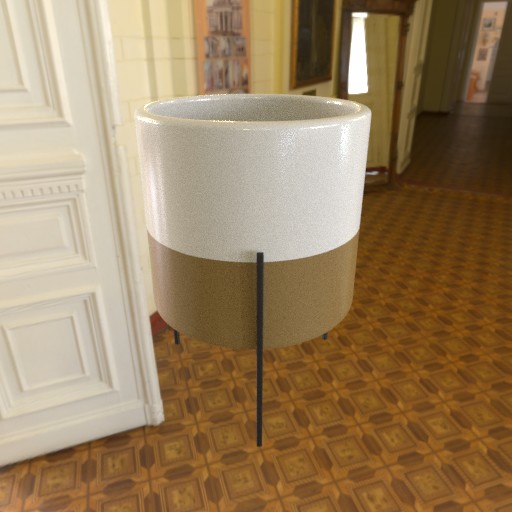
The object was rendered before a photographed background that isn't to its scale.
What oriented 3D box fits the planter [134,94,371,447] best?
[{"bbox_3d":[0.000,0.000,0.665,0.310,0.432,0.310,-8,27,-16],"label":"planter"}]
